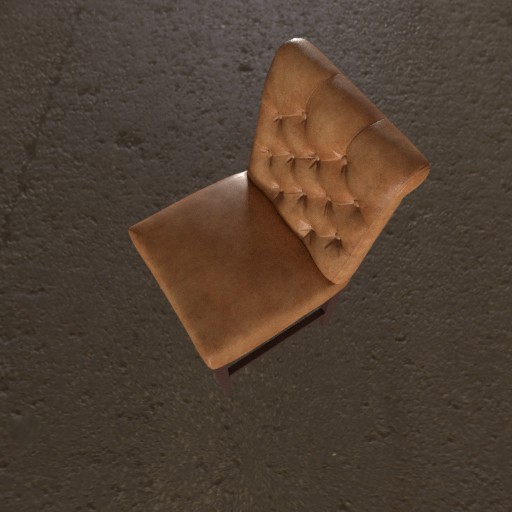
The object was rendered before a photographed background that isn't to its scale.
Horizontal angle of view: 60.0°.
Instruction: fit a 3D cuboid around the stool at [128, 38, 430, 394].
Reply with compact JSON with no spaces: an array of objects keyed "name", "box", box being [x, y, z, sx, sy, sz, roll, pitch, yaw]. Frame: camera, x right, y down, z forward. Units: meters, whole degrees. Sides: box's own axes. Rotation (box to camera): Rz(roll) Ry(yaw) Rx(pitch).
[{"name":"stool","box":[0.000,0.000,1.376,0.601,1.047,0.493,-31,69,-13]}]
